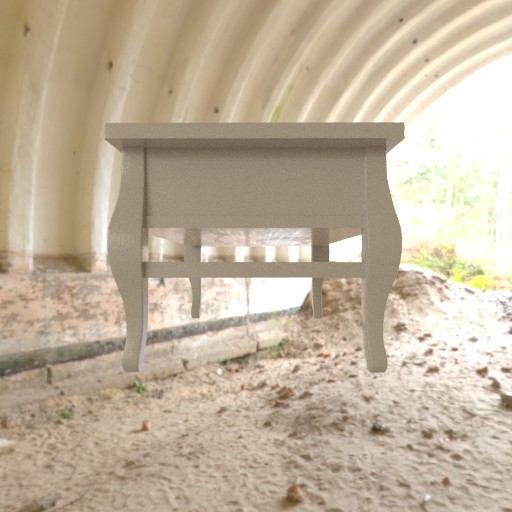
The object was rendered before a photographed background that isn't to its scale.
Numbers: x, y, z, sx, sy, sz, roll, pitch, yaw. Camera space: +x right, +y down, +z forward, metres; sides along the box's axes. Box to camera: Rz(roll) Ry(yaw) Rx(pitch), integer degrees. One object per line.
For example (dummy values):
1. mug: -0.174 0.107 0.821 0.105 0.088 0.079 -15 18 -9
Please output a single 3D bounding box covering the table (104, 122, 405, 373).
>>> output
1. table: 0.000 0.000 1.384 0.600 0.495 1.062 0 -1 0
